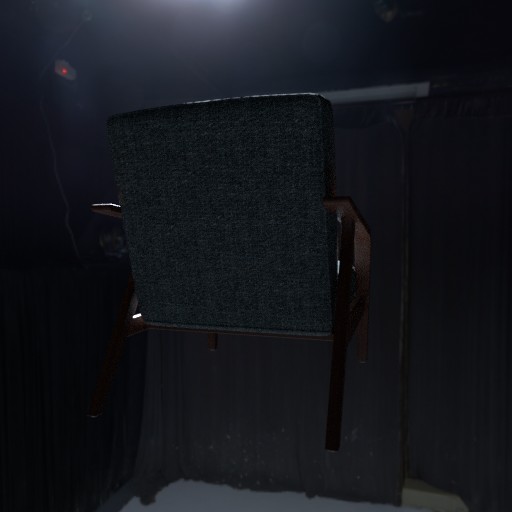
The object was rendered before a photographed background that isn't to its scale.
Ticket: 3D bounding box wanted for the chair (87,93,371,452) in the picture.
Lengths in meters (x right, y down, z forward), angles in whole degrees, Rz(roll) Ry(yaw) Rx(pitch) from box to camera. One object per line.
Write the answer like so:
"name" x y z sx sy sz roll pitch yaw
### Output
"chair" 0.000 0.000 1.519 0.719 0.864 0.889 0 2 18
